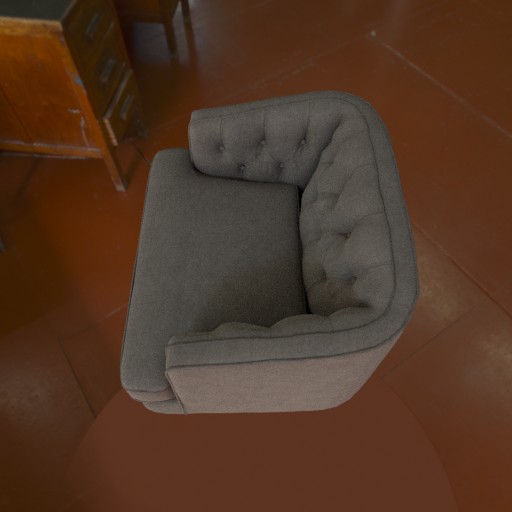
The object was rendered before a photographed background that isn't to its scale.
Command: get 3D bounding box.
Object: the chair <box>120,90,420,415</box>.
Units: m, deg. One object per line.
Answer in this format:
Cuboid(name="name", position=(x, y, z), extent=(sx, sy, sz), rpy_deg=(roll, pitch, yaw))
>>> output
Cuboid(name="chair", position=(0.000, 0.000, 1.757), extent=(0.941, 0.852, 1.104), rpy_deg=(0, 59, 0))
